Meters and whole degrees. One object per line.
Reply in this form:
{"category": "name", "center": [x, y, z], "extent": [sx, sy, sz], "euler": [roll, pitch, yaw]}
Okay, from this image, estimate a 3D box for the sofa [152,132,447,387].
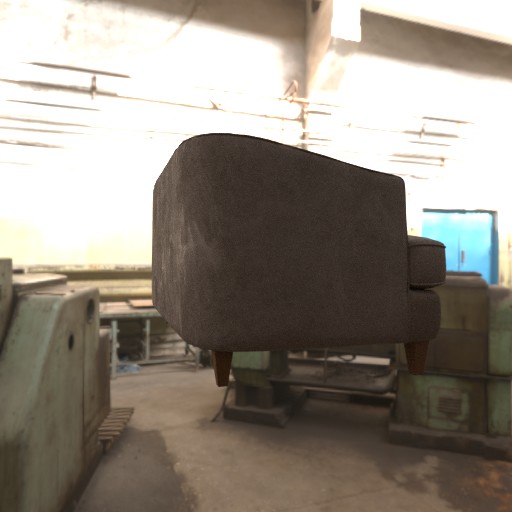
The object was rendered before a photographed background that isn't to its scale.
{"category": "sofa", "center": [0.000, 0.000, 2.252], "extent": [0.941, 0.855, 1.733], "euler": [0, 0, -18]}
